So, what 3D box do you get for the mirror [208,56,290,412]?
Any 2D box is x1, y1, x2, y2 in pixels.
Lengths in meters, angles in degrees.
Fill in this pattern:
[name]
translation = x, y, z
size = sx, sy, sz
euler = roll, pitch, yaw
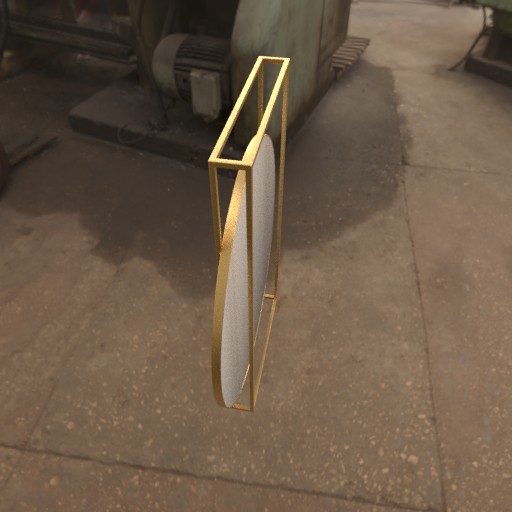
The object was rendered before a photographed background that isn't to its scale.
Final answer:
[mirror]
translation = 0.000, 0.000, 0.823
size = 0.051, 0.603, 0.508
euler = 8, 45, 8
